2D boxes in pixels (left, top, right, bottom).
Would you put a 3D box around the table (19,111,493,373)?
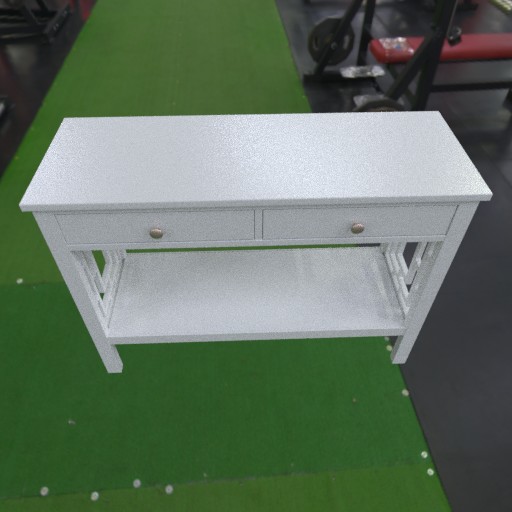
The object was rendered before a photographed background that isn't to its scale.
[{"bbox_3d":[0.000,0.000,1.397,1.068,0.753,0.397,-2,46,-1],"label":"table"}]
